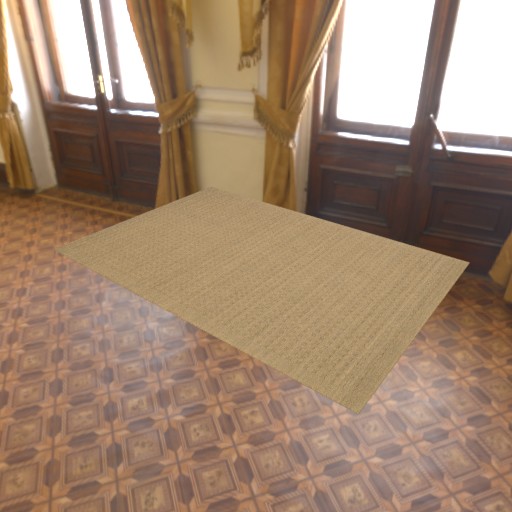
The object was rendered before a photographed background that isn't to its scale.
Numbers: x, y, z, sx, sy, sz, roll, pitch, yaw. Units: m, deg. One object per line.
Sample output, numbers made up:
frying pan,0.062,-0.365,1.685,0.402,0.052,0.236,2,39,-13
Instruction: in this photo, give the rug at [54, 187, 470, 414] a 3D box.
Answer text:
rug,0.000,0.000,3.733,2.895,0.006,1.981,21,35,33
